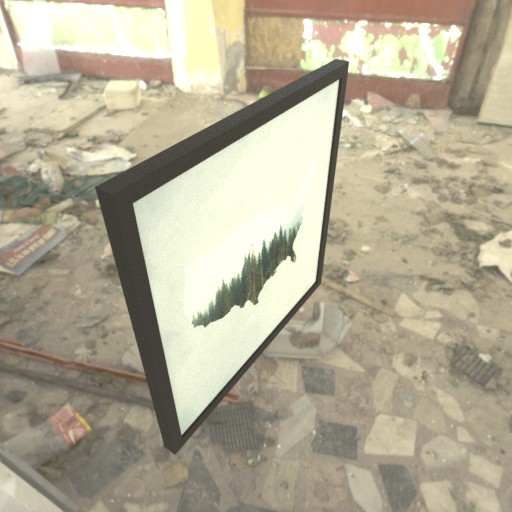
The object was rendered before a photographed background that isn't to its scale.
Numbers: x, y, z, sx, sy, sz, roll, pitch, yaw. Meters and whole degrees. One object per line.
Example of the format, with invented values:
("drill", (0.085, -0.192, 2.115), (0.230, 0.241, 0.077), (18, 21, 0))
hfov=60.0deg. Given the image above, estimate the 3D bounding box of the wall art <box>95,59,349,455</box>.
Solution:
("wall art", (0.000, 0.000, 1.118), (0.038, 0.763, 0.763), (24, 45, 26))
